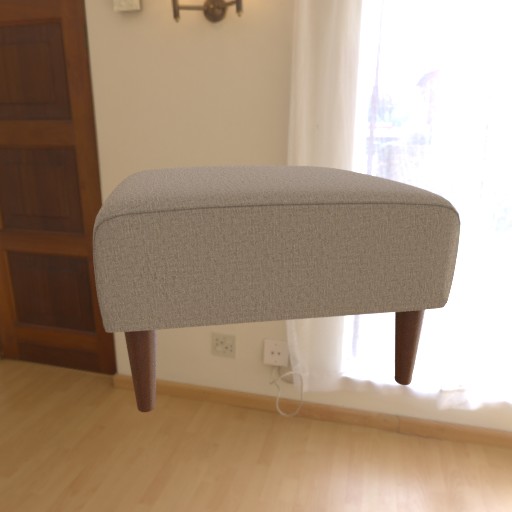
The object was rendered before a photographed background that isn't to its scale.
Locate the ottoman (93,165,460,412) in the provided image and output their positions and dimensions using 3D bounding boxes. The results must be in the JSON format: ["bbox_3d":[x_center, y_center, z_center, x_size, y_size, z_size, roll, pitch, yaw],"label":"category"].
[{"bbox_3d":[0.000,0.000,1.062,0.648,0.399,0.655,-3,16,-10],"label":"ottoman"}]
